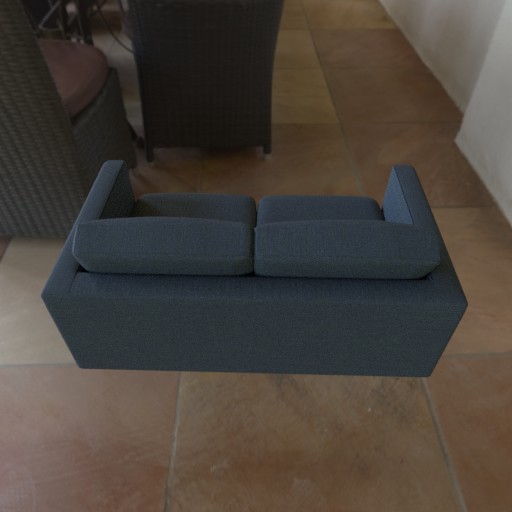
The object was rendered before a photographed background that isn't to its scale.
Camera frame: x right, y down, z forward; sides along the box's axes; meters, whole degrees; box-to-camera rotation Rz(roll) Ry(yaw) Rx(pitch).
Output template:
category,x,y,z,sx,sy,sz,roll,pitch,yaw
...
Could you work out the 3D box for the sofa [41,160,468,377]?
category,x,y,z,sx,sy,sz,roll,pitch,yaw
sofa,0.000,0.000,2.240,1.659,0.907,0.999,1,45,1
